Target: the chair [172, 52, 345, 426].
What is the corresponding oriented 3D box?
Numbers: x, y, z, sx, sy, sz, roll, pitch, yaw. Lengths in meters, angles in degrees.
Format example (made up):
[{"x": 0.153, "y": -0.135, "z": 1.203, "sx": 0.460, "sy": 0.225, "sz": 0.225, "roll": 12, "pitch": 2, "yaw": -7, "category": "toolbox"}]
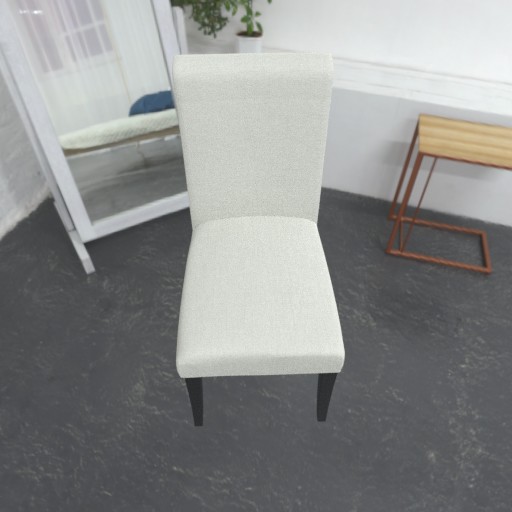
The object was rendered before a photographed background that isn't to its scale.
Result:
[{"x": 0.000, "y": 0.000, "z": 1.376, "sx": 0.452, "sy": 0.976, "sz": 0.708, "roll": -2, "pitch": 47, "yaw": -1, "category": "chair"}]
